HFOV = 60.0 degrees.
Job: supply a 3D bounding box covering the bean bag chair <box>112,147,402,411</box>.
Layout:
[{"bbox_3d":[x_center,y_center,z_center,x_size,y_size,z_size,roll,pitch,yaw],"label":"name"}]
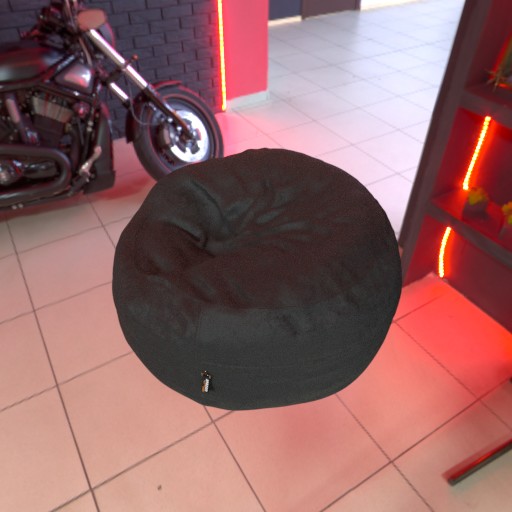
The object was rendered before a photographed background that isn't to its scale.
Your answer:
[{"bbox_3d":[0.000,0.000,2.389,1.525,0.751,1.525,0,42,0],"label":"bean bag chair"}]
